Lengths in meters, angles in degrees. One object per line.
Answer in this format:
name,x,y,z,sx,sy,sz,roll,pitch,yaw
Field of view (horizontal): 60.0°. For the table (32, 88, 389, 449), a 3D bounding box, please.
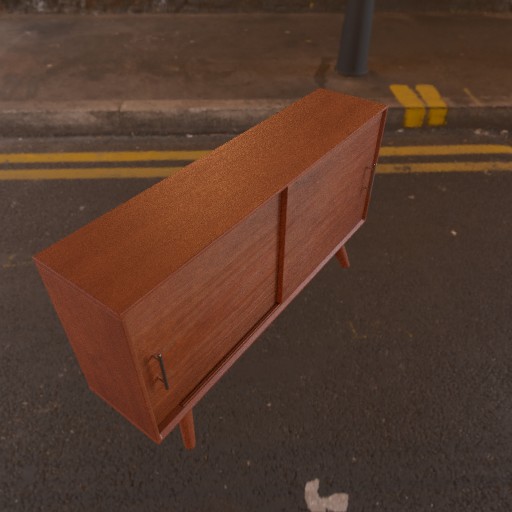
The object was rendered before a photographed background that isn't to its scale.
table,0.000,0.000,1.484,0.308,0.698,1.220,26,47,27
